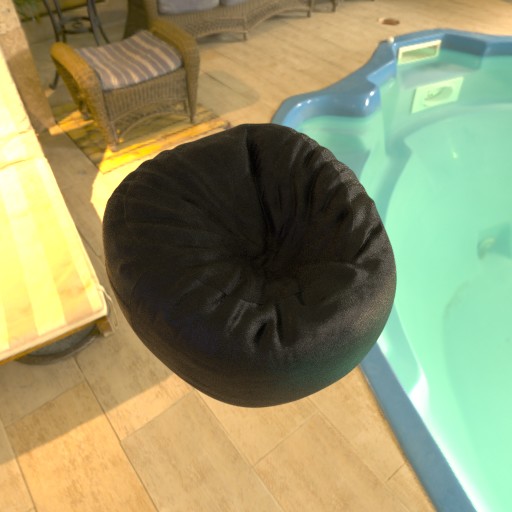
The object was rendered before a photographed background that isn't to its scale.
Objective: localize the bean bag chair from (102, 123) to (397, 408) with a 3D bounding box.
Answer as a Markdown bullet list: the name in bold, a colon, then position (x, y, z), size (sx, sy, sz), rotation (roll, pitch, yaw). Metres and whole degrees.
- **bean bag chair**: position (0.000, 0.000, 2.452), size (1.524, 0.878, 1.524), rotation (-24, 51, -21)
